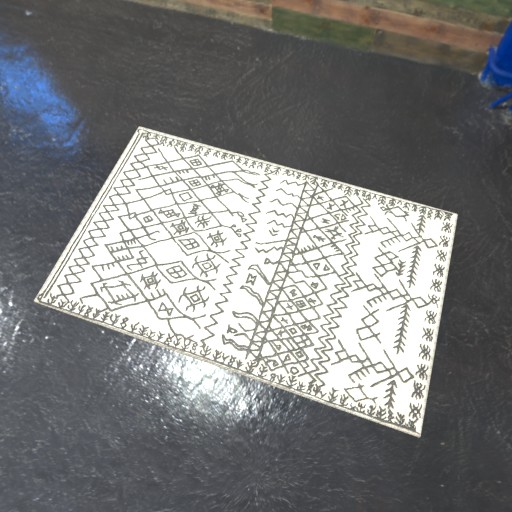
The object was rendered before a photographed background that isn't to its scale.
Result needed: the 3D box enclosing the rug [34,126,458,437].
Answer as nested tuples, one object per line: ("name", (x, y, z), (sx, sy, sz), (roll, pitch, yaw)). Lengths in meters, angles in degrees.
("rug", (0.000, 0.000, 2.942), (2.444, 0.012, 1.526), (17, 65, 8))
